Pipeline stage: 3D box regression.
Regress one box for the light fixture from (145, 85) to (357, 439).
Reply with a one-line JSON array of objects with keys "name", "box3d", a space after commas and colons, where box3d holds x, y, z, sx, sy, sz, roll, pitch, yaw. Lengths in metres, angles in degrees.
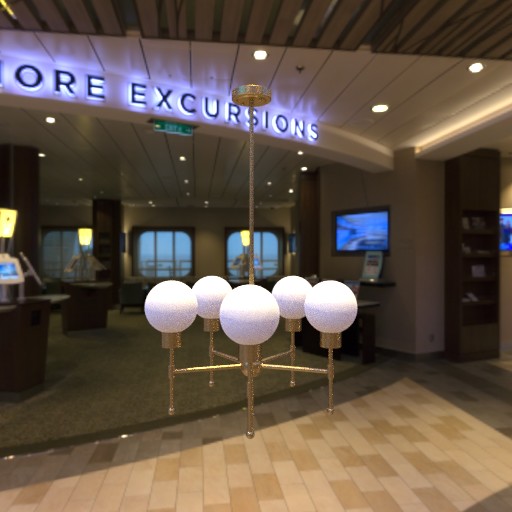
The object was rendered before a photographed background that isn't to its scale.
[{"name": "light fixture", "box3d": [0.000, 0.000, 1.833, 0.815, 1.331, 0.785, 0, 0, 36]}]
